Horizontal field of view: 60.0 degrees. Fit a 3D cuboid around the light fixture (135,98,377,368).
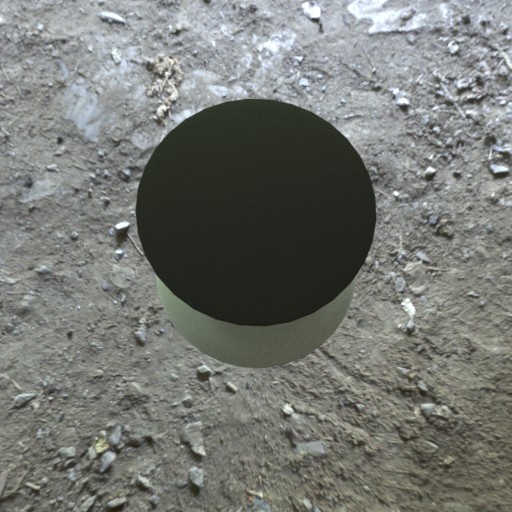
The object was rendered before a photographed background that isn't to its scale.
[{"bbox_3d":[0.000,0.000,0.401,0.197,0.254,0.197,0,75,0],"label":"light fixture"}]
